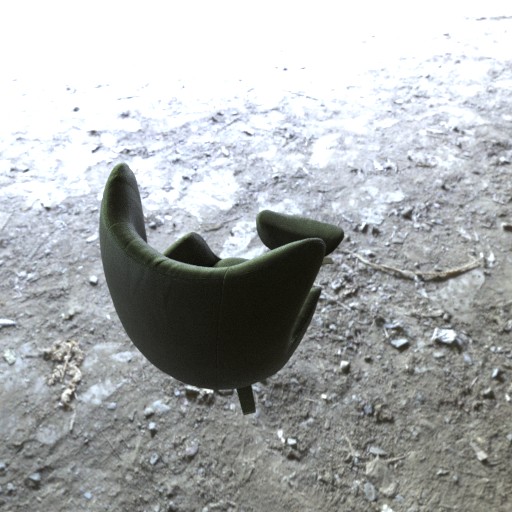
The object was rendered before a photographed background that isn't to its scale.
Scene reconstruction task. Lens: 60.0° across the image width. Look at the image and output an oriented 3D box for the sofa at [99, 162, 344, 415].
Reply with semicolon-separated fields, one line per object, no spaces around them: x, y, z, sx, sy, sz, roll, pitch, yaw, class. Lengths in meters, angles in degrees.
0.000;0.000;2.135;0.894;1.135;1.444;23;50;22;sofa
